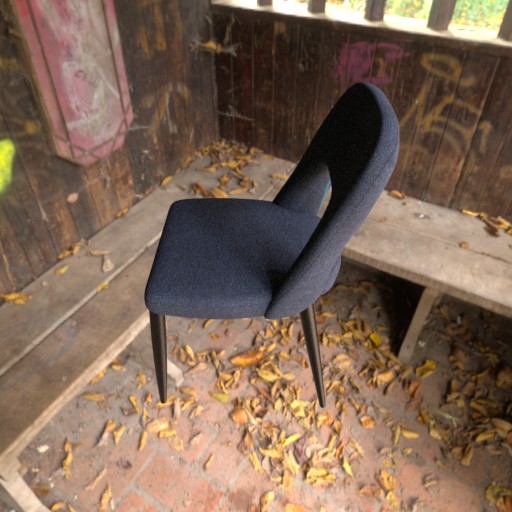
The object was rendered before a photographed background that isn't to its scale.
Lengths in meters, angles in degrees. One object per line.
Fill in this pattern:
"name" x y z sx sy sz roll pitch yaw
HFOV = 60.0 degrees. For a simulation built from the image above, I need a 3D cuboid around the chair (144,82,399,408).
"chair" 0.000 0.000 1.294 0.612 0.931 0.470 1 42 1
